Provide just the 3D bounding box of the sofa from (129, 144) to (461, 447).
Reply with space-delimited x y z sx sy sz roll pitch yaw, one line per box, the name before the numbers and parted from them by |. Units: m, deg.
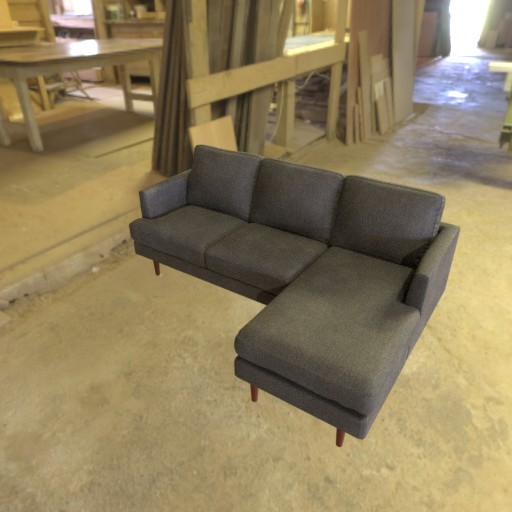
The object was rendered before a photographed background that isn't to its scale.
sofa | 0.000 0.000 2.995 2.233 0.956 1.504 19 35 29
